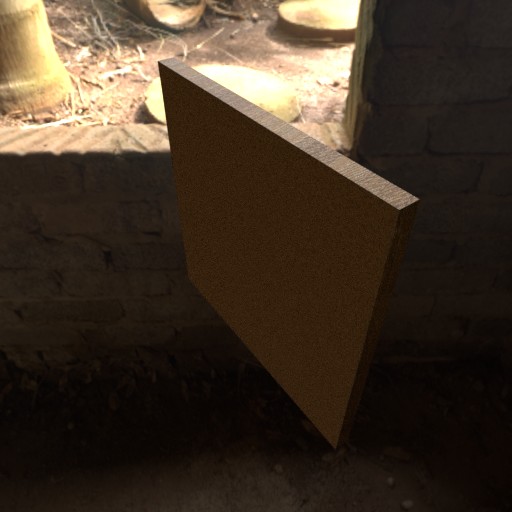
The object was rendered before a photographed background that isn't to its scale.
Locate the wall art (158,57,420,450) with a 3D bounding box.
[{"bbox_3d":[0.000,0.000,0.894,0.042,0.608,0.611,-26,49,-26],"label":"wall art"}]
